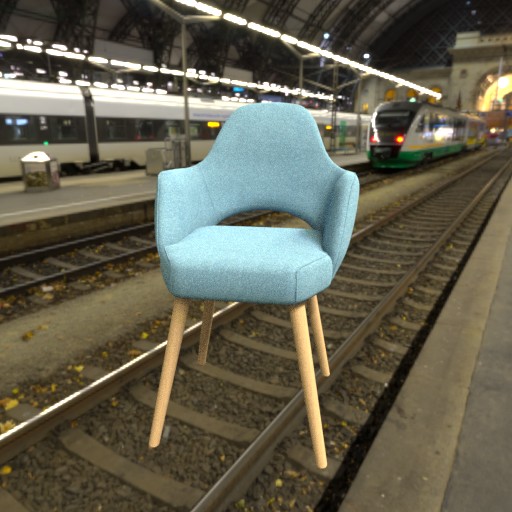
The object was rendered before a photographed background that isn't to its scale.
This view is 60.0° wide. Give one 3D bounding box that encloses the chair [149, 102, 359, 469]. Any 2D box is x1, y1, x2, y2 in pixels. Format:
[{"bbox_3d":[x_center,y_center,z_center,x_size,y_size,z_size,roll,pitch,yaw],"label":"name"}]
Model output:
[{"bbox_3d":[0.000,0.000,1.346,0.589,0.920,0.666,3,16,10],"label":"chair"}]
